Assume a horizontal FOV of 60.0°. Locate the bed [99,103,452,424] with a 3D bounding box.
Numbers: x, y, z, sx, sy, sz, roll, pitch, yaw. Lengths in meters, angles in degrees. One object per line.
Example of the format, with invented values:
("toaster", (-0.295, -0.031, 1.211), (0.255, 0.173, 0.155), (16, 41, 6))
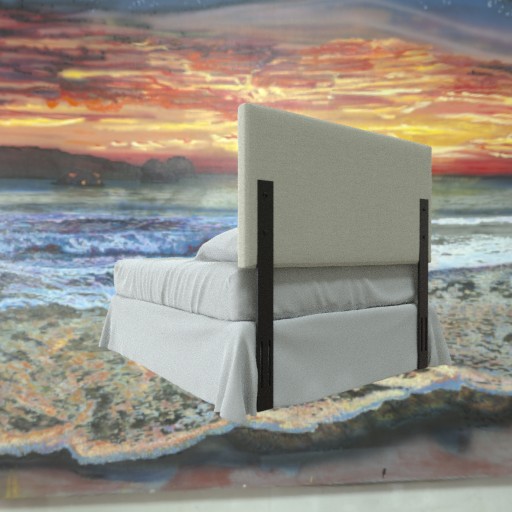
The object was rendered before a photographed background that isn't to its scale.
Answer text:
("bed", (0.000, 0.000, 3.513), (1.936, 1.577, 2.222), (0, 1, -36))
